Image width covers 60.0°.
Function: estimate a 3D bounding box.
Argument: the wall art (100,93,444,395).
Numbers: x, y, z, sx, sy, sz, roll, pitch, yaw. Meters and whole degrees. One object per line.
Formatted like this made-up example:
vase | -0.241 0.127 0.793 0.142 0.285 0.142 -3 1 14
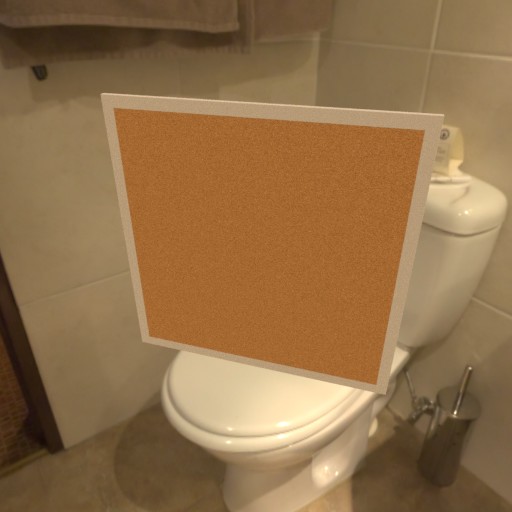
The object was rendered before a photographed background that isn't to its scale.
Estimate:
wall art | 0.000 0.000 0.687 0.456 0.457 0.009 9 31 14
